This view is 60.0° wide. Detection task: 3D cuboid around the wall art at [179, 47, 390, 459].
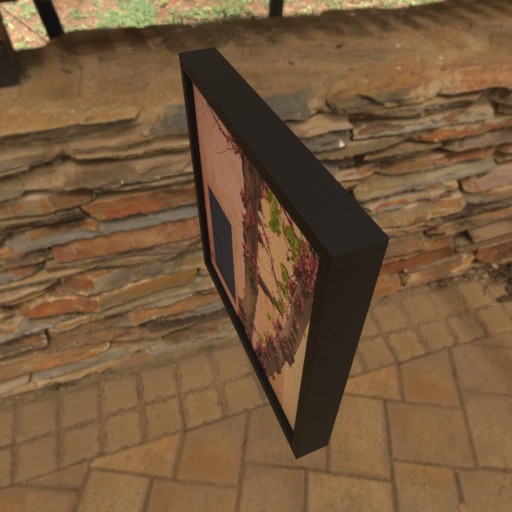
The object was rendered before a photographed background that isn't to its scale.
[{"bbox_3d":[0.000,0.000,0.455,0.038,0.304,0.305,-17,48,-16],"label":"wall art"}]
